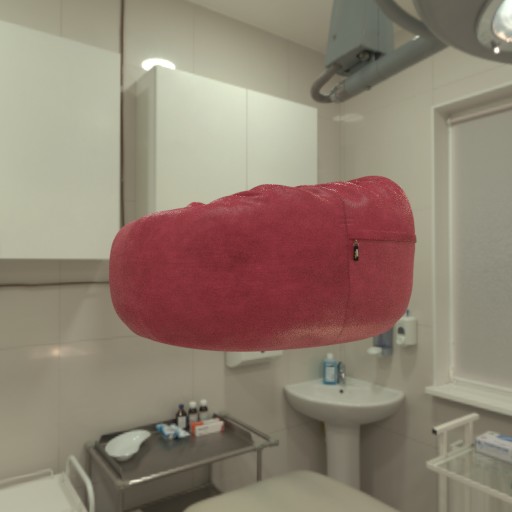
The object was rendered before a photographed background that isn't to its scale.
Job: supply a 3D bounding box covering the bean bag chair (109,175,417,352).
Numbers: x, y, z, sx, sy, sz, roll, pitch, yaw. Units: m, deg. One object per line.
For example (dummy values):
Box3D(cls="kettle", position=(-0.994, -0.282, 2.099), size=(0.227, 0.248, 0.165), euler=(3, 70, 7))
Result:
Box3D(cls="bean bag chair", position=(0.000, 0.000, 2.442), size=(1.524, 0.878, 1.524), euler=(1, -1, -36))
